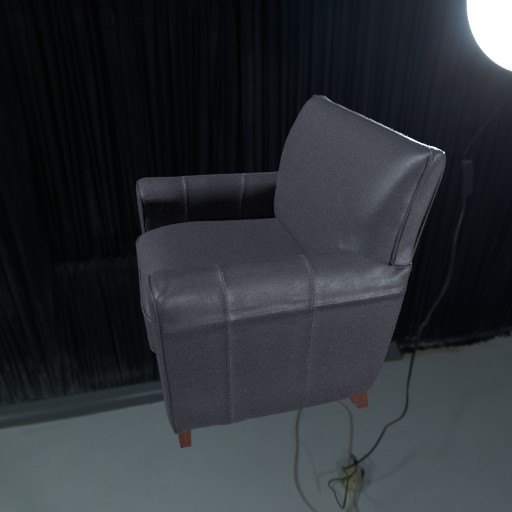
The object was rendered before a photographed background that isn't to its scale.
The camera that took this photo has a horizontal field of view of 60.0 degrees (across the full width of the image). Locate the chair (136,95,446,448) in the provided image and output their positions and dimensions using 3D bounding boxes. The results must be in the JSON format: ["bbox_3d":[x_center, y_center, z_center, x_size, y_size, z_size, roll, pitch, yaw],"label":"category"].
[{"bbox_3d":[0.000,0.000,1.592,0.825,0.943,0.870,-8,31,-13],"label":"chair"}]
